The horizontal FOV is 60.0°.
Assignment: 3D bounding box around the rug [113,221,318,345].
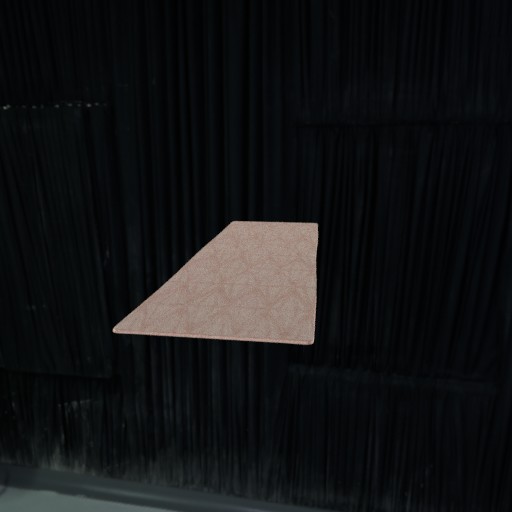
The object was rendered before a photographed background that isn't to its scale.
[{"bbox_3d":[0.000,0.000,2.775,0.760,0.015,2.435,2,14,8],"label":"rug"}]
